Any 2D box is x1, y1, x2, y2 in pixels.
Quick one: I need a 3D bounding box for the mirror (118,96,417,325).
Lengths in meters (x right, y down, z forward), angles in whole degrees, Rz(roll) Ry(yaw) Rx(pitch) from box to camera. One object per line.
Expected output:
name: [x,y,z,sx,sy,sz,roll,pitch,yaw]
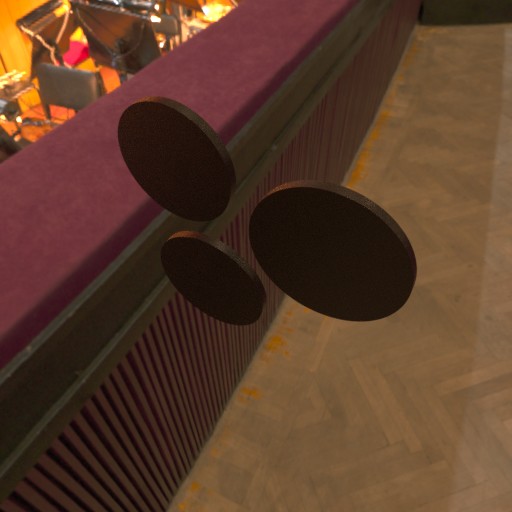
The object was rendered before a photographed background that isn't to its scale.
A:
mirror: [0.000,0.000,3.230,2.160,2.096,0.076,22,51,19]
